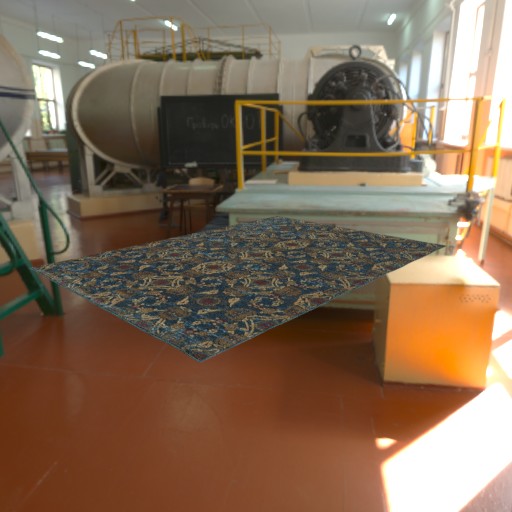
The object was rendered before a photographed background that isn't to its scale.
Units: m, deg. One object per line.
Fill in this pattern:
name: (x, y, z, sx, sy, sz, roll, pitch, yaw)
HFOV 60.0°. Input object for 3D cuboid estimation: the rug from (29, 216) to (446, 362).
rug: (0.000, 0.000, 4.235, 2.337, 0.013, 3.291, 15, 22, 42)
